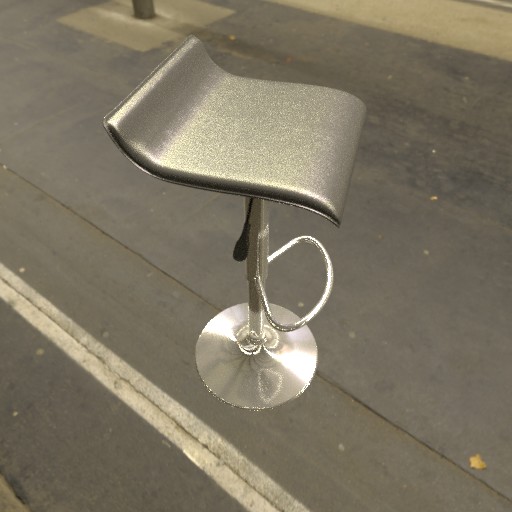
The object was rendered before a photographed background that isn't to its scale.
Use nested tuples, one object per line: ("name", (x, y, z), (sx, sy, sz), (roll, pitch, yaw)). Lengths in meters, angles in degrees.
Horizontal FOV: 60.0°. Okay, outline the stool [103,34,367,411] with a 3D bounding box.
("stool", (0.000, 0.000, 1.060), (0.381, 0.851, 0.381), (12, 47, 11))
